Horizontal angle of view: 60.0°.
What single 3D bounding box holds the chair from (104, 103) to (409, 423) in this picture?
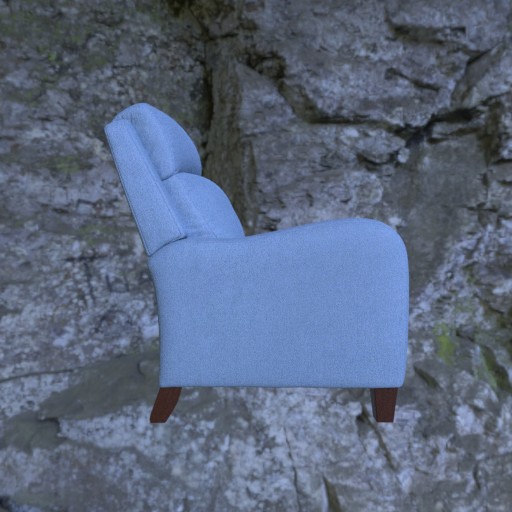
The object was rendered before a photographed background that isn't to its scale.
[{"bbox_3d":[0.000,0.000,1.773,0.988,1.067,0.785,0,0,1],"label":"chair"}]
